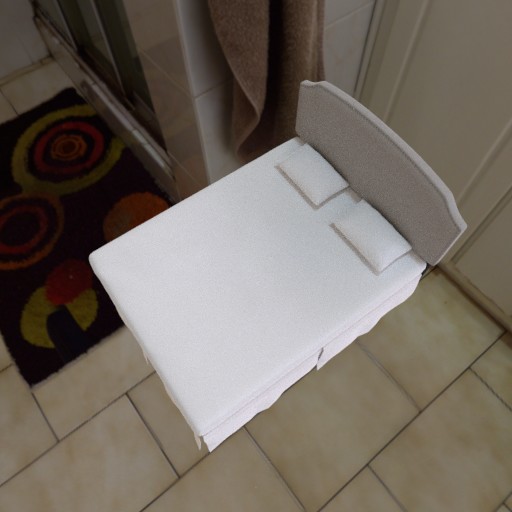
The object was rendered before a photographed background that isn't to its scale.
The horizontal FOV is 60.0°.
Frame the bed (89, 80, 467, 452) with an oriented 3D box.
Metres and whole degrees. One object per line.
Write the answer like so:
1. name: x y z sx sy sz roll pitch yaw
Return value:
1. bed: 0.000 0.000 3.021 1.999 1.270 1.558 -33 67 -16
